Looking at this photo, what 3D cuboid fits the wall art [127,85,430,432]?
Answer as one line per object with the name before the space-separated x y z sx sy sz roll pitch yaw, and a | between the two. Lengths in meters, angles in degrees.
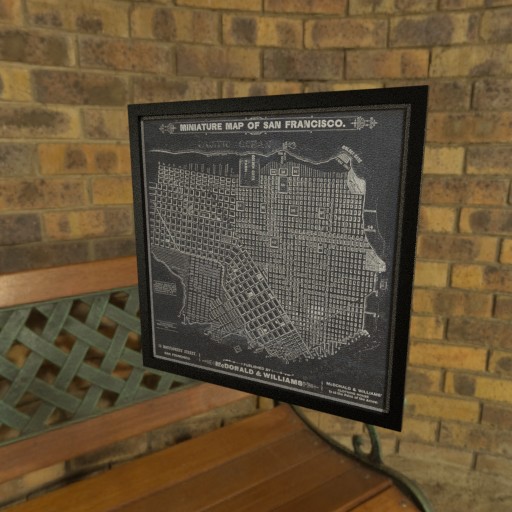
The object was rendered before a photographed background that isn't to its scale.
wall art | 0.000 0.000 0.672 0.457 0.458 0.012 6 14 25
